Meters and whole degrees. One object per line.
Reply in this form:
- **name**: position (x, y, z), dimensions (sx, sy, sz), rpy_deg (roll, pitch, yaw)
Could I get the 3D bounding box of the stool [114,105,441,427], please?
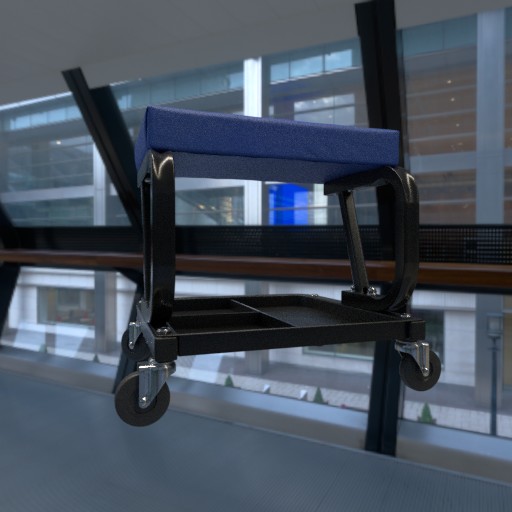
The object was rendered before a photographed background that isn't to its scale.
- **stool**: position (0.000, 0.000, 0.720), dimensions (0.446, 0.380, 0.371), rpy_deg (0, 1, -19)
